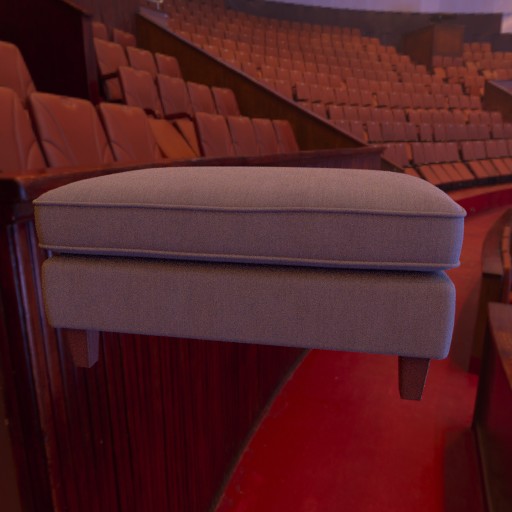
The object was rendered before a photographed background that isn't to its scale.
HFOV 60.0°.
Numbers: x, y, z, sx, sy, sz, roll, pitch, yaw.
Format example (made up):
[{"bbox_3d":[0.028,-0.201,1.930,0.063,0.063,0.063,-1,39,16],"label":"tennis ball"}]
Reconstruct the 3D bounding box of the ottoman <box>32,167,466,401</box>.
[{"bbox_3d":[0.000,0.000,1.239,0.941,0.480,0.636,3,15,10],"label":"ottoman"}]
